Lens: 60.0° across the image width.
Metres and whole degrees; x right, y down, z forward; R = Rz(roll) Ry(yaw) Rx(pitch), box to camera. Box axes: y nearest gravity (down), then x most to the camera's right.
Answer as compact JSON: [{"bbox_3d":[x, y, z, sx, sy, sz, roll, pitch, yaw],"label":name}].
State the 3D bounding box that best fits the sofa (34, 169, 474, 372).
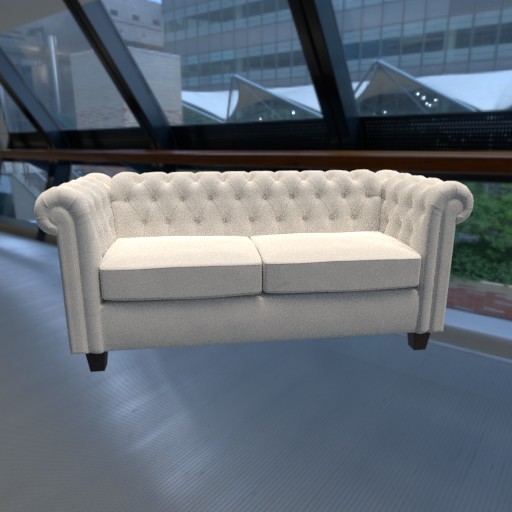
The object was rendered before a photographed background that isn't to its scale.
[{"bbox_3d":[0.000,0.000,2.210,1.798,0.796,0.771,-2,15,-8],"label":"sofa"}]
